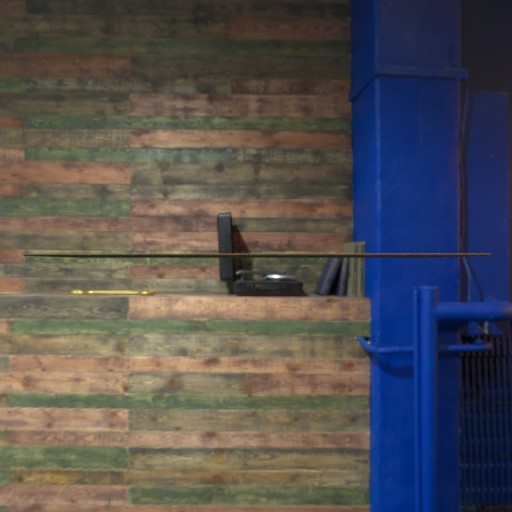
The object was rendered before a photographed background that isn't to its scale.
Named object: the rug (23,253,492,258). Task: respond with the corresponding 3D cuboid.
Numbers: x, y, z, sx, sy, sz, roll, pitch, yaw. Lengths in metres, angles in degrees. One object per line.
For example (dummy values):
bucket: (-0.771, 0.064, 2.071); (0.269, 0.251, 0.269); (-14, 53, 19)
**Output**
rug: (0.000, 0.000, 2.685); (2.448, 0.012, 0.769); (0, -1, 1)
